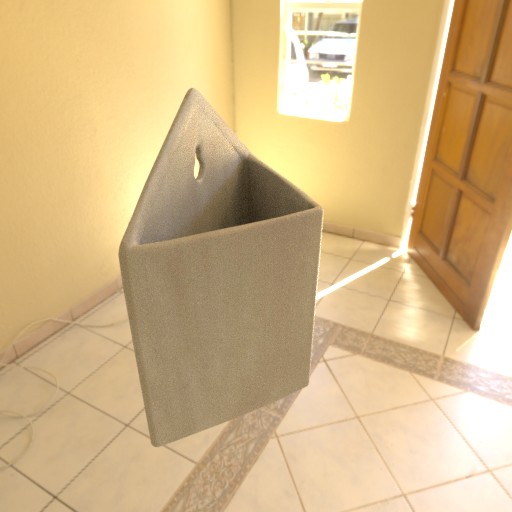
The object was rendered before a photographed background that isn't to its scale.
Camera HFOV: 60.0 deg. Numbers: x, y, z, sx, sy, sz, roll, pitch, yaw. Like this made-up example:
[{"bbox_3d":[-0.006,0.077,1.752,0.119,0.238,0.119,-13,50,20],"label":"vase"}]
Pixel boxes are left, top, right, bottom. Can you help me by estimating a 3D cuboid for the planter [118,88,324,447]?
[{"bbox_3d":[0.000,0.000,0.275,0.080,0.194,0.163,10,32,17],"label":"planter"}]
